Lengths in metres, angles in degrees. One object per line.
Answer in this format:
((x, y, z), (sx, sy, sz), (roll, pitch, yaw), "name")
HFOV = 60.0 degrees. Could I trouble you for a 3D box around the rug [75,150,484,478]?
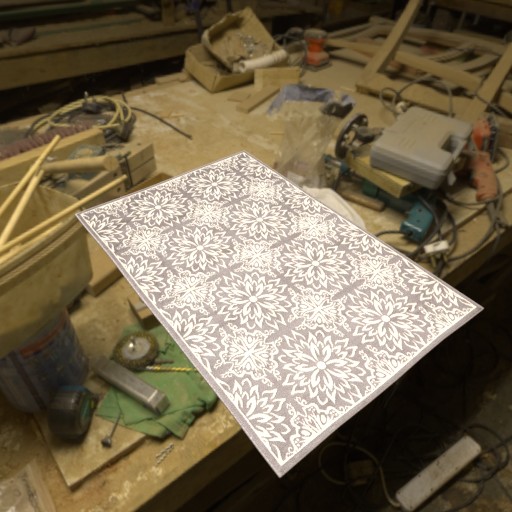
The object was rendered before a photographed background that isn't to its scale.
((0.000, 0.000, 2.296), (1.224, 0.012, 1.847), (-27, 49, -27), "rug")
